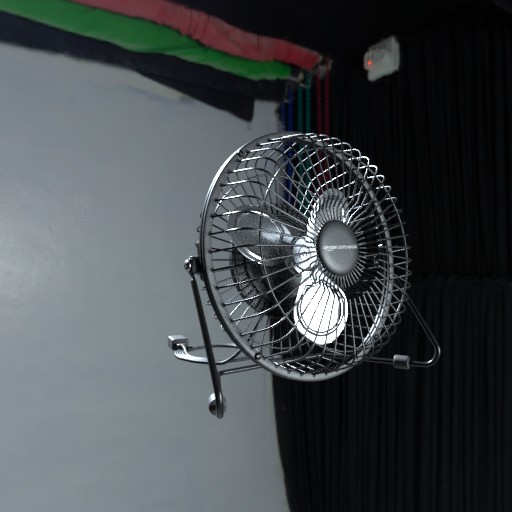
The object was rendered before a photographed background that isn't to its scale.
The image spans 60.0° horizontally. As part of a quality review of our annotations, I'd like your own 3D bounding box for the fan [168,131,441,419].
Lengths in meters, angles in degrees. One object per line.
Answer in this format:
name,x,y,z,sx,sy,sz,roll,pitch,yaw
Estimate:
fan,0.000,0.000,0.387,0.209,0.188,0.227,0,0,-36
